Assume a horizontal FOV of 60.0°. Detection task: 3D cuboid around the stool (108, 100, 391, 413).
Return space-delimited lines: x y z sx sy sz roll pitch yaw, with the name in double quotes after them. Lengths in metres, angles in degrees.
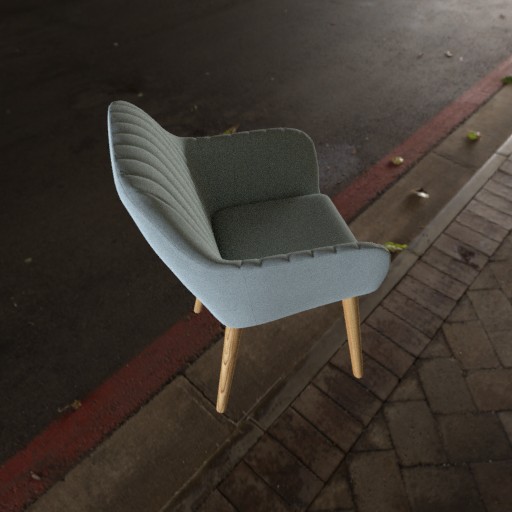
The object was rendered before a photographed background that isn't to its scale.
0.000 0.000 1.193 0.590 0.830 0.503 -12 47 -11 "stool"
